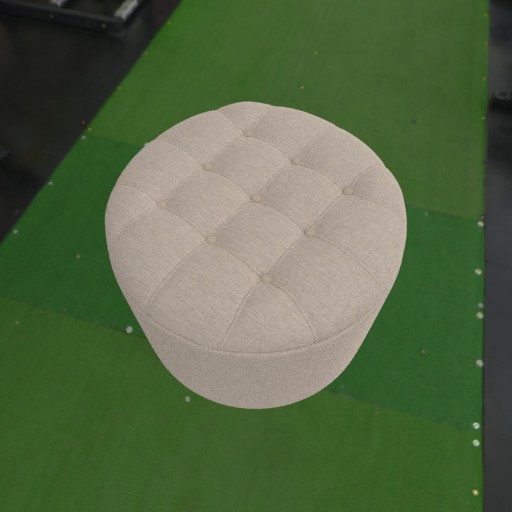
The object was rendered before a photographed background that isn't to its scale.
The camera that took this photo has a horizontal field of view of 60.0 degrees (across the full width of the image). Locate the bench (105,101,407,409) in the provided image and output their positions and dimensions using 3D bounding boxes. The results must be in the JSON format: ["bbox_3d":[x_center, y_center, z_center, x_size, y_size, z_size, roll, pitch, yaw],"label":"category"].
[{"bbox_3d":[0.000,0.000,1.031,0.600,0.454,0.600,0,57,0],"label":"bench"}]
